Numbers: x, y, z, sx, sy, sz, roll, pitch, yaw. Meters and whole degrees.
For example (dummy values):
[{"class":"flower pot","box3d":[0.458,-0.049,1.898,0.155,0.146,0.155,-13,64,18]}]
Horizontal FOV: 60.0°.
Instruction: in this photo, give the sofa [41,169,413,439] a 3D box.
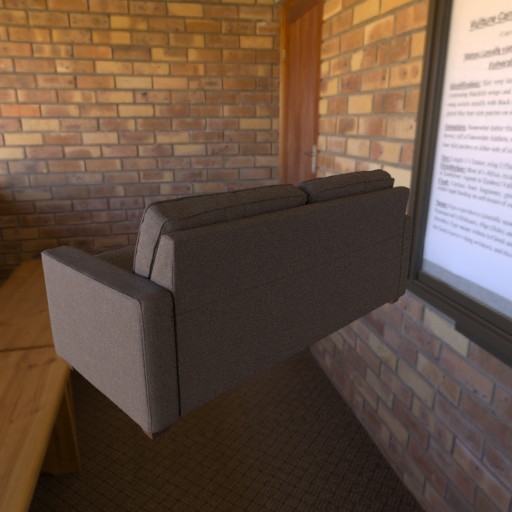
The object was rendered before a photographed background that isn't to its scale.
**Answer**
[{"class":"sofa","box3d":[0.000,0.000,2.556,0.940,0.919,2.080,16,23,42]}]
